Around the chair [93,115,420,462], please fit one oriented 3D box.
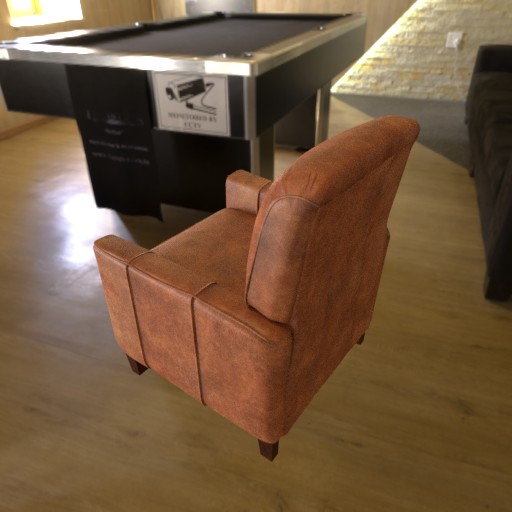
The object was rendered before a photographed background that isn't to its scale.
[{"bbox_3d":[0.000,0.000,1.648,0.836,1.043,0.843,22,38,30],"label":"chair"}]
